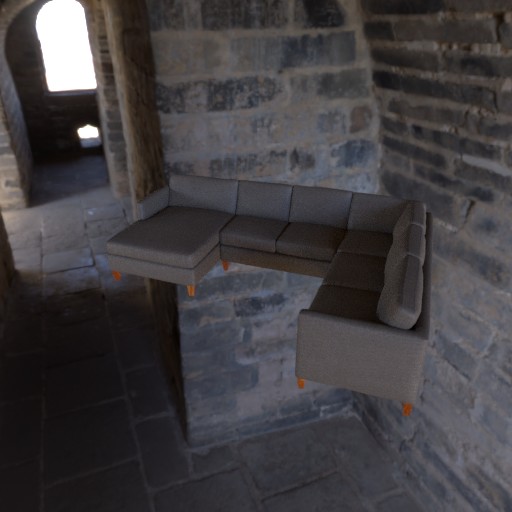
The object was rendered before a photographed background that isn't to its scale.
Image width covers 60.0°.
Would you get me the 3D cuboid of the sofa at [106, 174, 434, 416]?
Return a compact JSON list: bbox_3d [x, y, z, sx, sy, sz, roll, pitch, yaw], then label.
[{"bbox_3d":[0.000,0.000,4.702,3.460,0.961,2.594,9,28,18],"label":"sofa"}]
